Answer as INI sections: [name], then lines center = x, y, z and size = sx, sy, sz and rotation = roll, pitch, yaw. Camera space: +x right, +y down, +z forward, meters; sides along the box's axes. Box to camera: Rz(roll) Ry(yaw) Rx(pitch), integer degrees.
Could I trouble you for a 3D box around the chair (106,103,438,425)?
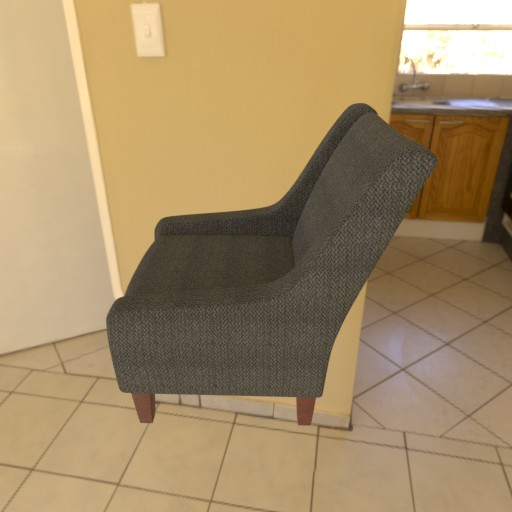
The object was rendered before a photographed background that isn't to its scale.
[chair]
center = 0.000, 0.000, 1.686
size = 0.944, 1.012, 0.793
rotation = 0, 27, 1
